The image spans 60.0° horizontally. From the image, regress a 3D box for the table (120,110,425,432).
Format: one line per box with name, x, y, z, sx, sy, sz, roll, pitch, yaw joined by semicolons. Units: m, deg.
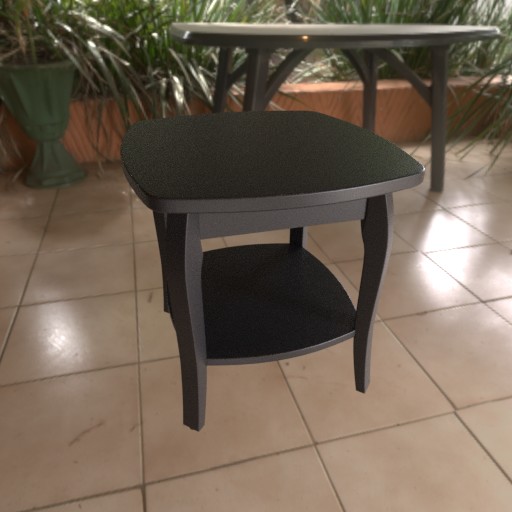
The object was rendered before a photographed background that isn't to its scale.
table;0.000;0.000;0.882;0.457;0.457;0.508;-8;30;-14
